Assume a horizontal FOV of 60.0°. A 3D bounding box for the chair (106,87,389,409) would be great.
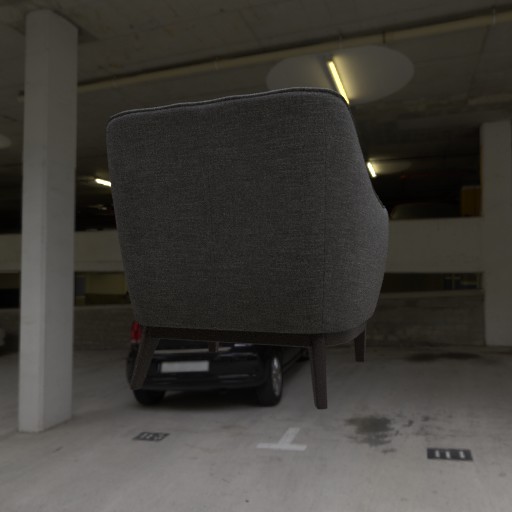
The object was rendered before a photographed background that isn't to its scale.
[{"bbox_3d":[0.000,0.000,1.566,0.870,0.829,0.851,-1,-2,19],"label":"chair"}]
